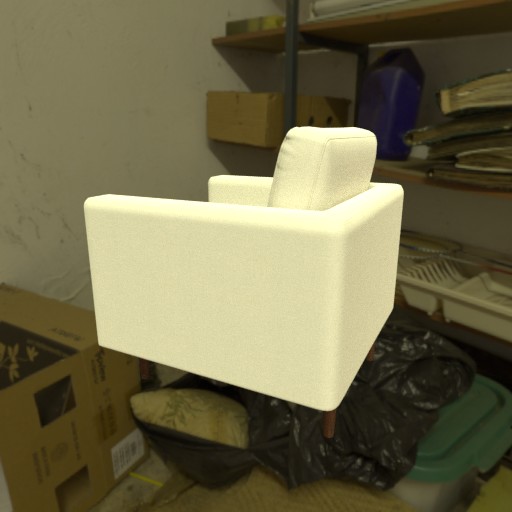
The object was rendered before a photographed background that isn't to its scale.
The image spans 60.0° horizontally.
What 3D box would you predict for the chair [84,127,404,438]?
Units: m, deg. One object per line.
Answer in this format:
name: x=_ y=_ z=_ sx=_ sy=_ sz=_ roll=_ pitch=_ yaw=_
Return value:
chair: x=0.000 y=0.000 z=1.612 sx=0.879 sy=0.899 sz=0.831 roll=8 pitch=18 yaw=26
